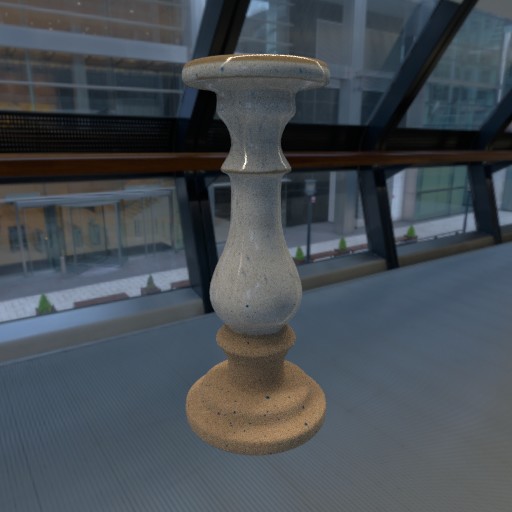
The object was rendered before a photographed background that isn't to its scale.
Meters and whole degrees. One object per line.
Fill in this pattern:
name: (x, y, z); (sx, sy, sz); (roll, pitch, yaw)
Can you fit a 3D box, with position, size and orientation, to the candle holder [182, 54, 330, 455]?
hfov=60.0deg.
candle holder: (0.000, 0.000, 0.255); (0.088, 0.203, 0.088); (0, 15, 0)
